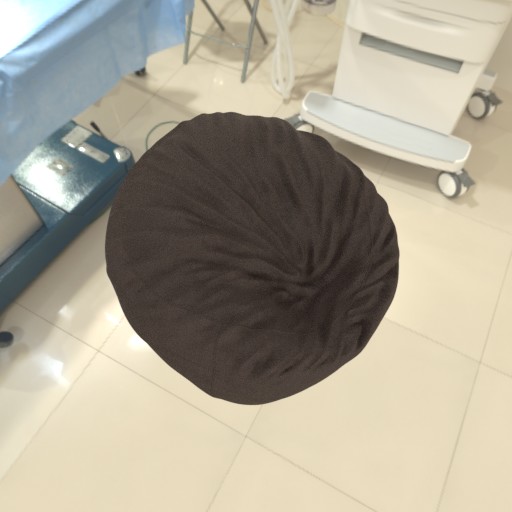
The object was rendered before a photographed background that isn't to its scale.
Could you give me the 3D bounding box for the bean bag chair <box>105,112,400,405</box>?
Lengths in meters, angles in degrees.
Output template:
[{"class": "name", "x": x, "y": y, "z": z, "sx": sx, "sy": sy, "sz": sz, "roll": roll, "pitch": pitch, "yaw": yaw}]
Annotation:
[{"class": "bean bag chair", "x": 0.000, "y": 0.000, "z": 2.053, "sx": 1.245, "sy": 0.821, "sz": 1.245, "roll": 0, "pitch": 59, "yaw": 0}]
